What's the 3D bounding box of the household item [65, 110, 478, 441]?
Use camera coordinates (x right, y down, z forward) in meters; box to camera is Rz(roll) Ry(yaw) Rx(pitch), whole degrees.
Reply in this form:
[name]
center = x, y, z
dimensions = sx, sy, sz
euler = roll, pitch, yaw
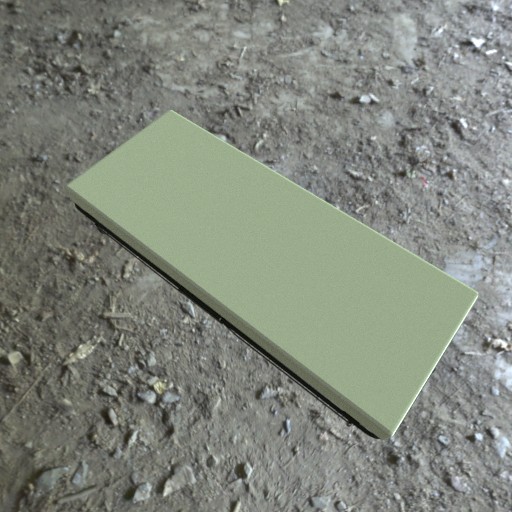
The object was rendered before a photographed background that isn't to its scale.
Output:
[household item]
center = 0.000, 0.000, 2.185
dimensions = 1.905, 0.356, 0.787
euler = 35, 64, 20
